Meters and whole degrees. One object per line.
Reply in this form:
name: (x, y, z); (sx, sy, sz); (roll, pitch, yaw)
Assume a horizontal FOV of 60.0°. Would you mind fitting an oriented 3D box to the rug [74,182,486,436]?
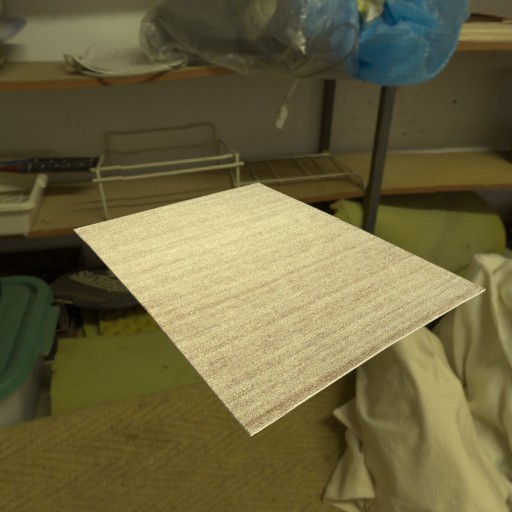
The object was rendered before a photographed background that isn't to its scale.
rug: (0.000, 0.000, 4.177); (2.434, 0.045, 3.202); (-20, 35, -31)
